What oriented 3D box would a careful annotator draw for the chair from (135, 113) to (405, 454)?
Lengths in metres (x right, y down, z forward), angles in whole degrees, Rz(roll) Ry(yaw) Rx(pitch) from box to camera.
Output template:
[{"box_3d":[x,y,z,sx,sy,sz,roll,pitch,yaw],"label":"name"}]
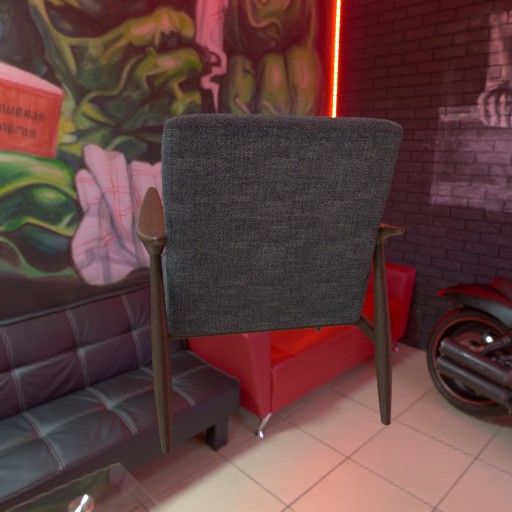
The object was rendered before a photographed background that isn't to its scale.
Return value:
[{"box_3d":[0.000,0.000,1.437,0.741,0.832,0.798,-3,14,-11],"label":"chair"}]
